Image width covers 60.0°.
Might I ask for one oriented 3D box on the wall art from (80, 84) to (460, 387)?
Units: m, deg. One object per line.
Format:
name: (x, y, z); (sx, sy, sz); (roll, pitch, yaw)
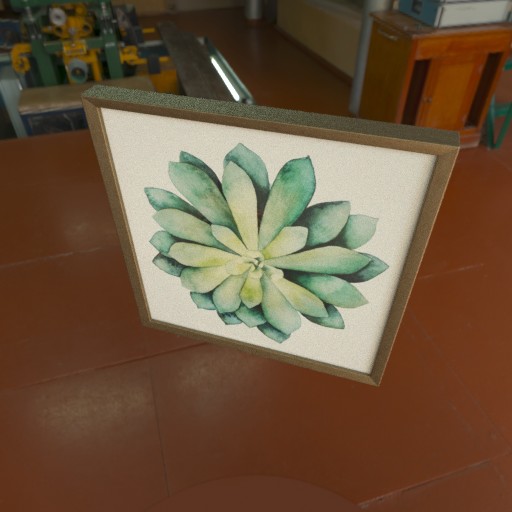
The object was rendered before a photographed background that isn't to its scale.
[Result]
wall art: (0.000, 0.000, 0.747); (0.503, 0.506, 0.040); (12, 43, 13)
